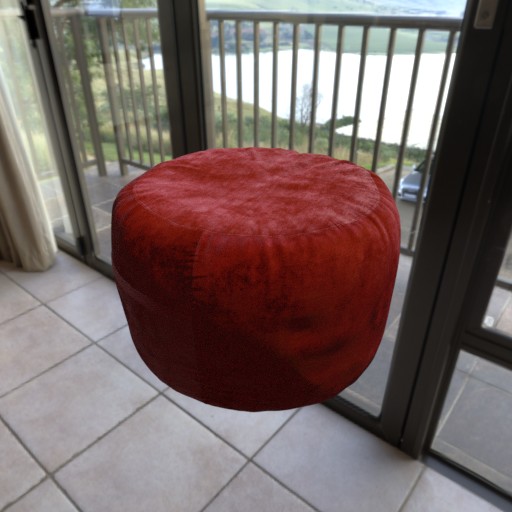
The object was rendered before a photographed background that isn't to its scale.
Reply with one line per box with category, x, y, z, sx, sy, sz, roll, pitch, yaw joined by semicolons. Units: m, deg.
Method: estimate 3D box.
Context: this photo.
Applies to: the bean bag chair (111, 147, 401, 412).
bean bag chair;0.000;0.000;2.001;1.219;0.762;1.219;0;31;0
